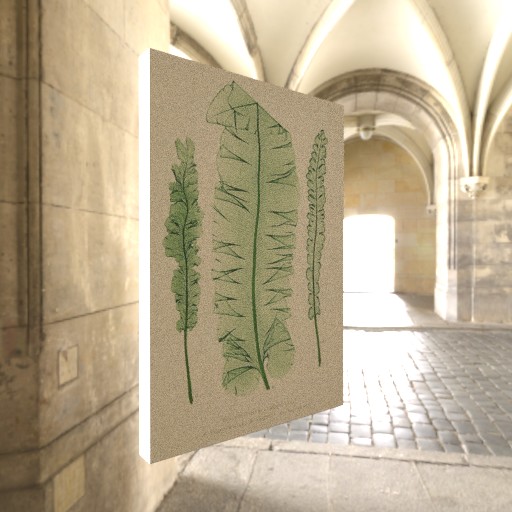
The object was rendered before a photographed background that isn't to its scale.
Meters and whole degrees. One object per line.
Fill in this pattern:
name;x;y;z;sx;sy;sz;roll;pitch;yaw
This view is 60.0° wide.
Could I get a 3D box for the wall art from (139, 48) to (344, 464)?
wall art;0.000;0.000;0.789;0.418;0.608;0.038;0;0;-37
